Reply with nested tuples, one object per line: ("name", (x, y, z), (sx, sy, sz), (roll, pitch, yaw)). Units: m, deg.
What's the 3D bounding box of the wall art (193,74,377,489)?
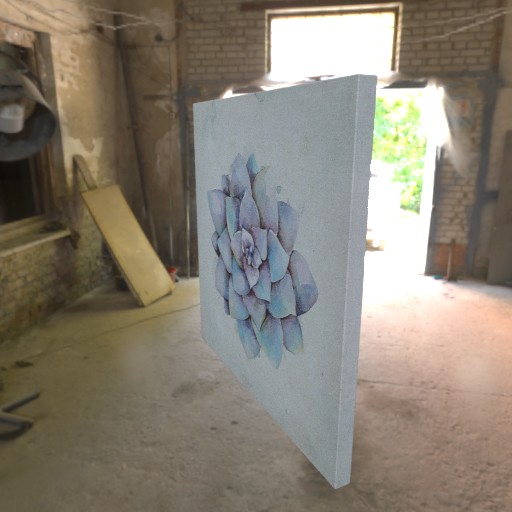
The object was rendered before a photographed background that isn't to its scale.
("wall art", (0.000, 0.000, 1.105), (0.038, 0.762, 0.762), (-8, 17, -26))
